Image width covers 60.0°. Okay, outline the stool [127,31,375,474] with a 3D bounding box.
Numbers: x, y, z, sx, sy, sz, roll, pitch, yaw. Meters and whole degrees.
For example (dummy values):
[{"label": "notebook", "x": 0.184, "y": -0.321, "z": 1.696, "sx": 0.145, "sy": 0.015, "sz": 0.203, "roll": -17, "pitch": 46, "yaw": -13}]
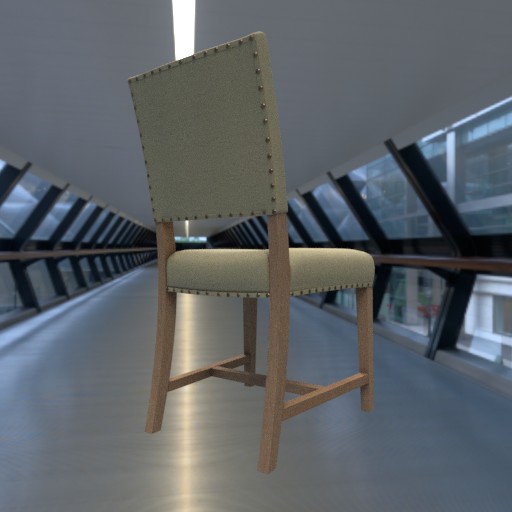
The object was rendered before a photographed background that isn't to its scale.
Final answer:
[{"label": "stool", "x": 0.000, "y": 0.000, "z": 1.320, "sx": 0.508, "sy": 0.986, "sz": 0.623, "roll": 0, "pitch": 0, "yaw": 36}]
